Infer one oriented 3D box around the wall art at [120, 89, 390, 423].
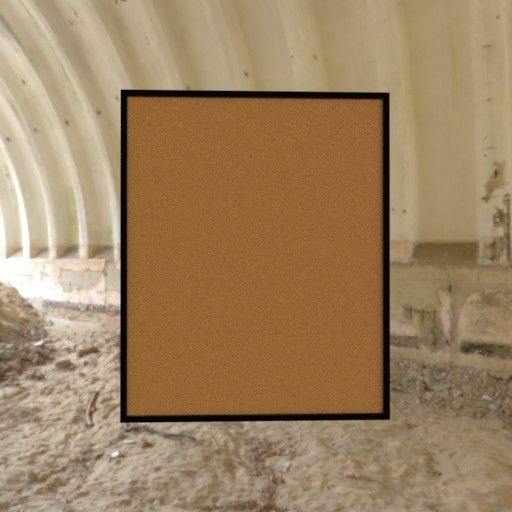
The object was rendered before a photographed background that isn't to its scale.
[{"bbox_3d":[0.000,0.000,0.761,0.451,0.553,0.039,0,0,-2],"label":"wall art"}]
